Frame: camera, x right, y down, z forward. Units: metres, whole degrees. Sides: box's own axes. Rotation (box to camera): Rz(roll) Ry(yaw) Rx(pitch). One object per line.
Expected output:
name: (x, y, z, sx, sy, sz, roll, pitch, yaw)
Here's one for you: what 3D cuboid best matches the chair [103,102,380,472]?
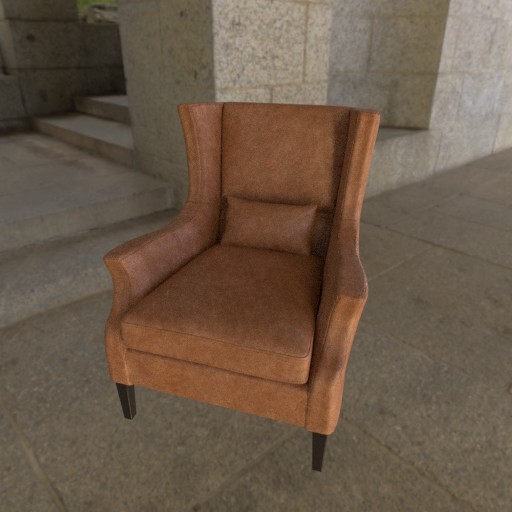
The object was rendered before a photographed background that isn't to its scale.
chair: (0.000, 0.000, 1.649, 0.853, 1.016, 0.926, 8, 27, 16)
